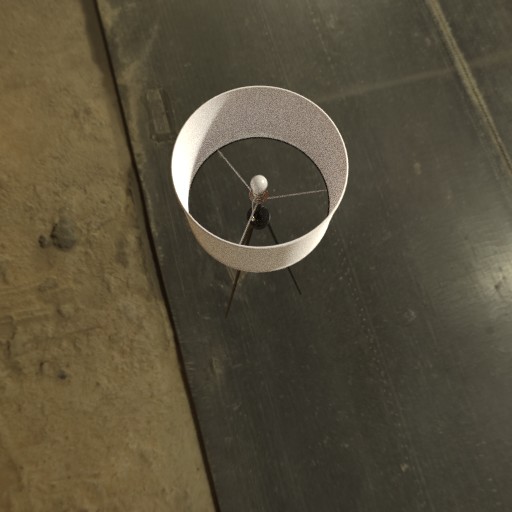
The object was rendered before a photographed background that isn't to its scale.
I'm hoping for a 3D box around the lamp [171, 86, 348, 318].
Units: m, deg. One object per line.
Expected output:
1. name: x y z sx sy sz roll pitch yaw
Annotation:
1. lamp: 0.000 0.000 1.759 0.448 1.545 0.458 35 78 8
